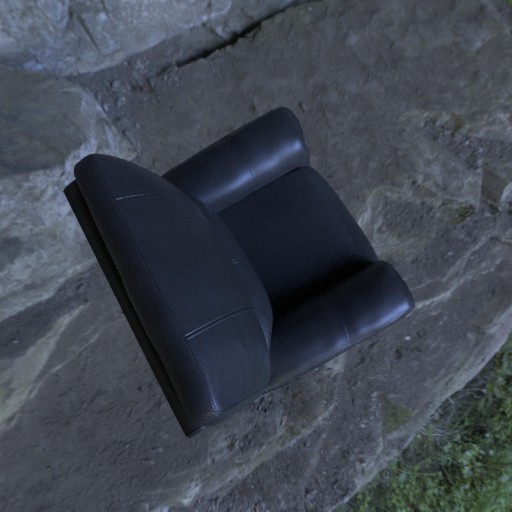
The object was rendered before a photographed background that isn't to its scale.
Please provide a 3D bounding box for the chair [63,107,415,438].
[{"bbox_3d":[0.000,0.000,1.967,1.087,1.109,1.096,-29,77,-7],"label":"chair"}]
